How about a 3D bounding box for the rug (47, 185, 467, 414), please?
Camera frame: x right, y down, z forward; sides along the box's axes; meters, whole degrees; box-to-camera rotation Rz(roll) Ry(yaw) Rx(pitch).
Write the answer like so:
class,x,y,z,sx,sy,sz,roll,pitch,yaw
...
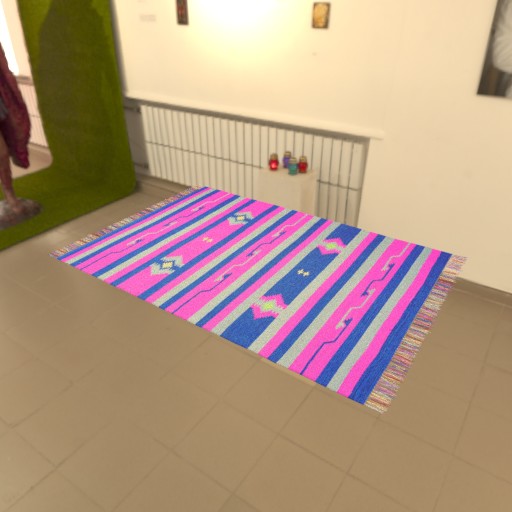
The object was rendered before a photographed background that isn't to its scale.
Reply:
class,x,y,z,sx,sy,sz,roll,pitch,yaw
rug,0.000,0.000,2.935,2.350,0.013,1.539,19,36,29
